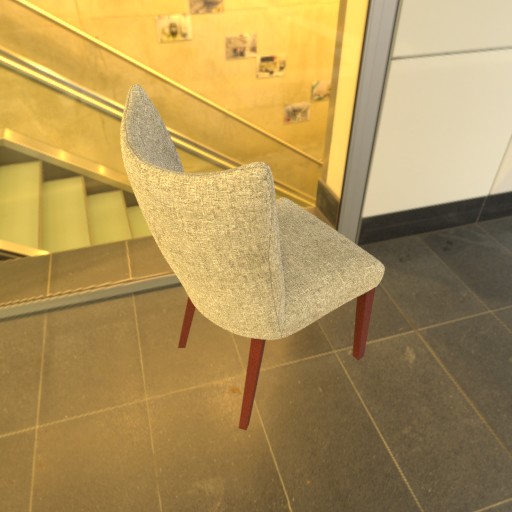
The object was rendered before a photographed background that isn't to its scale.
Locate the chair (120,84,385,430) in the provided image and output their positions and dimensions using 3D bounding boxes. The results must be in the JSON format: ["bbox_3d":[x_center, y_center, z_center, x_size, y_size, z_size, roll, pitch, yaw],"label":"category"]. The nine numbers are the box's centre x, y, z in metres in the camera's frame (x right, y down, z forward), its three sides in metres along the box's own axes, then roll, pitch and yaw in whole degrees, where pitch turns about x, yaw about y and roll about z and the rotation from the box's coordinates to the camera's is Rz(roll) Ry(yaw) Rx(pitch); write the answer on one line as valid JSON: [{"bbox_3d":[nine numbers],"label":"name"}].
[{"bbox_3d":[0.000,0.000,1.295,0.623,0.924,0.535,-25,46,-27],"label":"chair"}]
